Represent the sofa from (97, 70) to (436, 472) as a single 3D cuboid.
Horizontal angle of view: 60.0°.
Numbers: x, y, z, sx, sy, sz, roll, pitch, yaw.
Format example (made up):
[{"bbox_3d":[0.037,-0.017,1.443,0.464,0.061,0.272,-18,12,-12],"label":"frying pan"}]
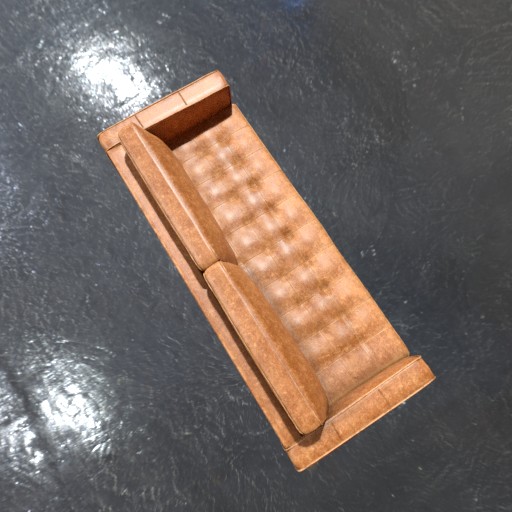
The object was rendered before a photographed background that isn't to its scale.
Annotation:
[{"bbox_3d":[0.000,0.000,2.626,0.886,0.779,2.199,-32,78,-8],"label":"sofa"}]
